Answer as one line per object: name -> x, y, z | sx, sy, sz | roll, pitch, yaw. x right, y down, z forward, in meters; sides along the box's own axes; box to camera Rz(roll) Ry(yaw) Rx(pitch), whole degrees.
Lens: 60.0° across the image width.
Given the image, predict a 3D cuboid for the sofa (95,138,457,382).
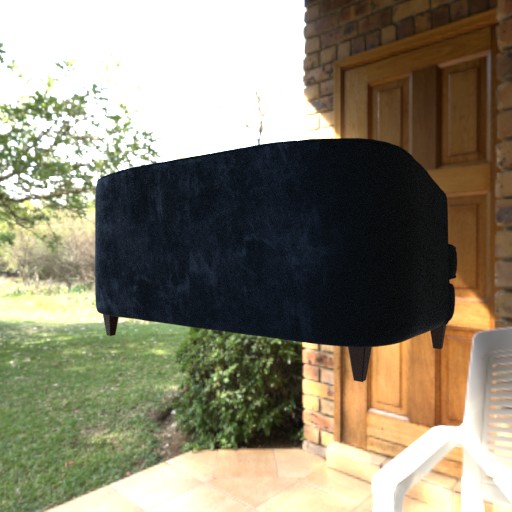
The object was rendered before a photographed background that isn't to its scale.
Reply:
sofa -> 0.000, 0.000, 2.242 | 1.733, 0.854, 0.941 | 0, 1, 36
